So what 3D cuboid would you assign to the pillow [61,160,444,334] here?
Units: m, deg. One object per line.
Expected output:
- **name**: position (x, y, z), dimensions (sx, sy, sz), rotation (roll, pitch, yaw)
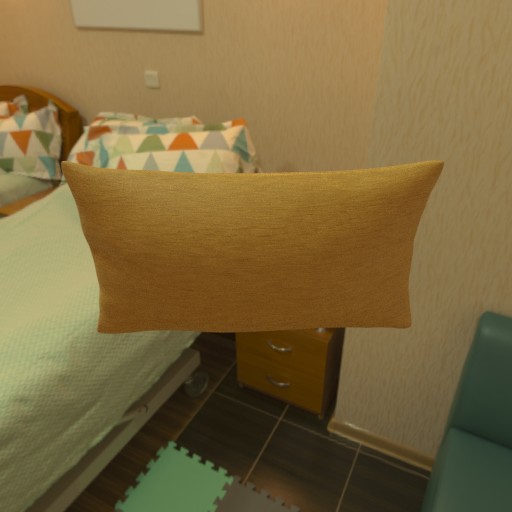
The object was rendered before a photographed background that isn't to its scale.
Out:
- **pillow**: position (0.000, 0.000, 0.803), dimensions (0.634, 0.354, 0.210), rotation (-1, 30, -2)
